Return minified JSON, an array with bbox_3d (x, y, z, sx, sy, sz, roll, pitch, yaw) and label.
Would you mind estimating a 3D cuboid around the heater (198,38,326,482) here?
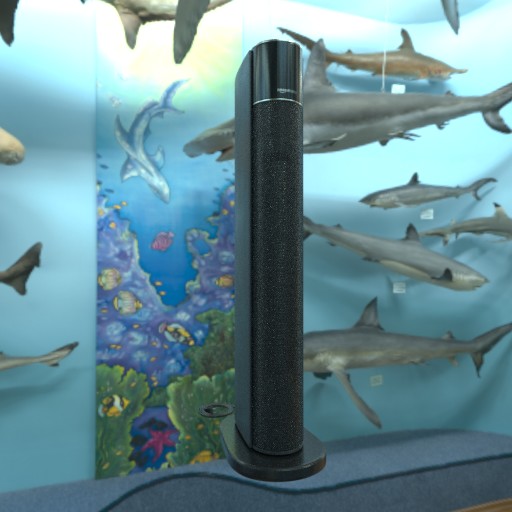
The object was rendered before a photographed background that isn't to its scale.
[{"bbox_3d":[0.000,0.000,1.047,0.214,0.856,0.458,0,0,-17],"label":"heater"}]
